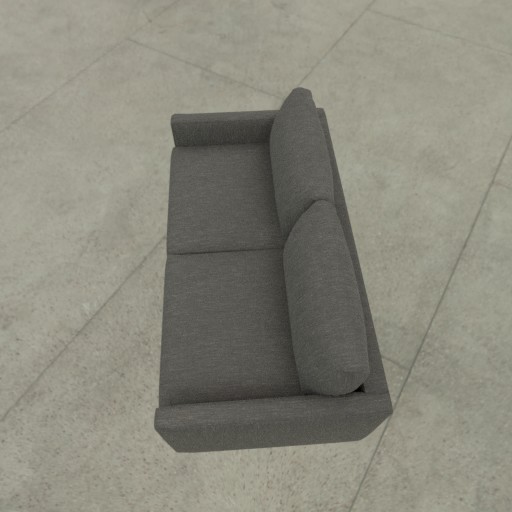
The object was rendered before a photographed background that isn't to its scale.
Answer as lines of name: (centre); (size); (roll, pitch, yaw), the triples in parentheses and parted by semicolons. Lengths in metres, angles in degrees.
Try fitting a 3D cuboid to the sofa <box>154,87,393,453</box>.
sofa: (0.000, 0.000, 2.165); (0.875, 0.840, 1.682); (-3, 57, -2)
